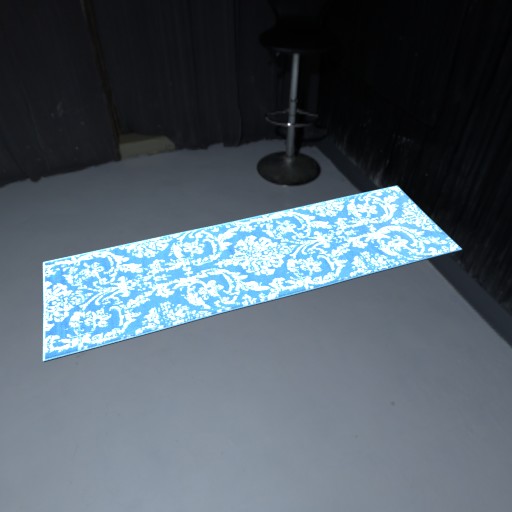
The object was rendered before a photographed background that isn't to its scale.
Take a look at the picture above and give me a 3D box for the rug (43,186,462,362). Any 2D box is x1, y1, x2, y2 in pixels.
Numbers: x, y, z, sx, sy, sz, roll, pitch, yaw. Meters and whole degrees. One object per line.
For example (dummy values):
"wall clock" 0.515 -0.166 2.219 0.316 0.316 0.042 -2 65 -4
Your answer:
"rug" 0.000 0.000 2.419 2.196 0.011 0.662 -13 45 -14
